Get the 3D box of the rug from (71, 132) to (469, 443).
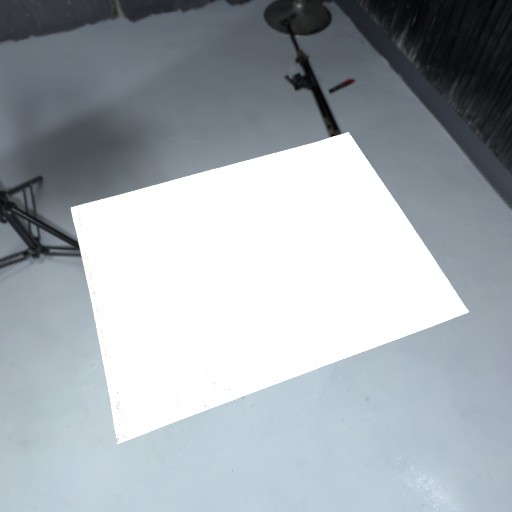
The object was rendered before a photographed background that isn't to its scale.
[{"bbox_3d":[0.000,0.000,5.051,3.778,0.053,2.873,-17,60,-10],"label":"rug"}]
